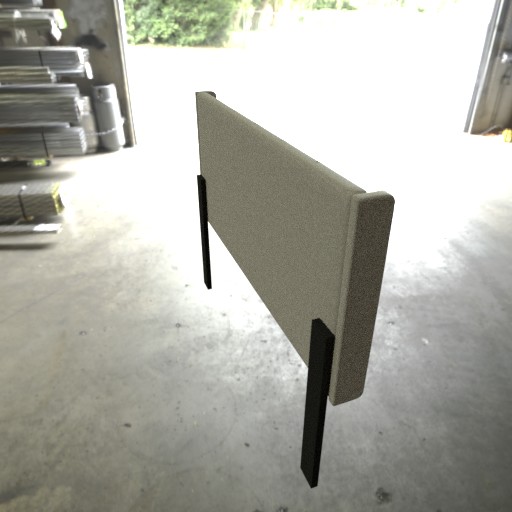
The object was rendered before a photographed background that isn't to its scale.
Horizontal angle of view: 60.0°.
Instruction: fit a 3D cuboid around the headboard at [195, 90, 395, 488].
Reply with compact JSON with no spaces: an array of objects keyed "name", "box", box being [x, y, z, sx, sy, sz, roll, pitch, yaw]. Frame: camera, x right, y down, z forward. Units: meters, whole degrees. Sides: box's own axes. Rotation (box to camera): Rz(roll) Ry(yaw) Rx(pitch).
[{"name":"headboard","box":[0.000,0.000,2.598,0.184,1.524,2.051,-11,32,-18]}]
